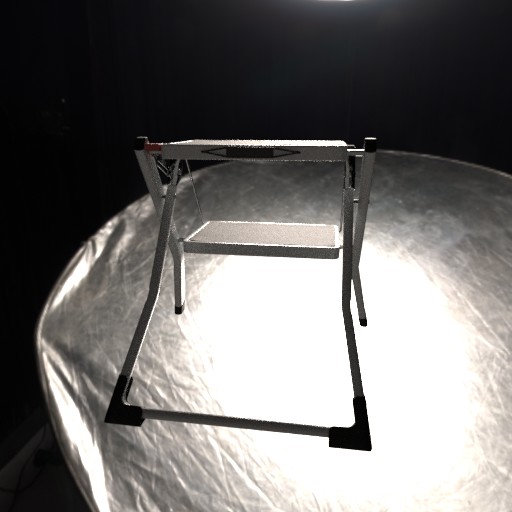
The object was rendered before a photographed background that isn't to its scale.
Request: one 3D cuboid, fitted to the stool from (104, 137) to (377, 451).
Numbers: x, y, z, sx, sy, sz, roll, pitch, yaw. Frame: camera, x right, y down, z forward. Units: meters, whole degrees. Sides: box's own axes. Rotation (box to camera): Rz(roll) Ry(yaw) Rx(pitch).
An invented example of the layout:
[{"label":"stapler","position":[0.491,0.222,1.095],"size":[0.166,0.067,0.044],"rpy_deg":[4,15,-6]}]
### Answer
[{"label":"stool","position":[0.000,0.000,0.856],"size":[0.485,0.445,0.490],"rpy_deg":[3,17,9]}]
